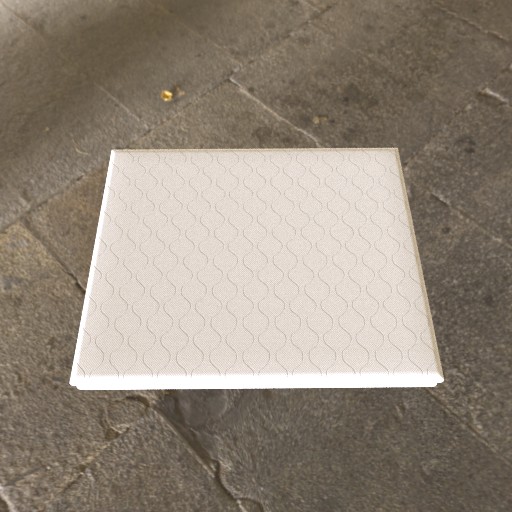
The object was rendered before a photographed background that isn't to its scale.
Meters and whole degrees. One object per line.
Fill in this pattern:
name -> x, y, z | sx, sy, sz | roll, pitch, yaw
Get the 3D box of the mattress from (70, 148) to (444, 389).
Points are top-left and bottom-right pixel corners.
mattress -> 0.000, 0.000, 2.794 | 2.000, 0.200, 1.600 | 0, 63, 0
